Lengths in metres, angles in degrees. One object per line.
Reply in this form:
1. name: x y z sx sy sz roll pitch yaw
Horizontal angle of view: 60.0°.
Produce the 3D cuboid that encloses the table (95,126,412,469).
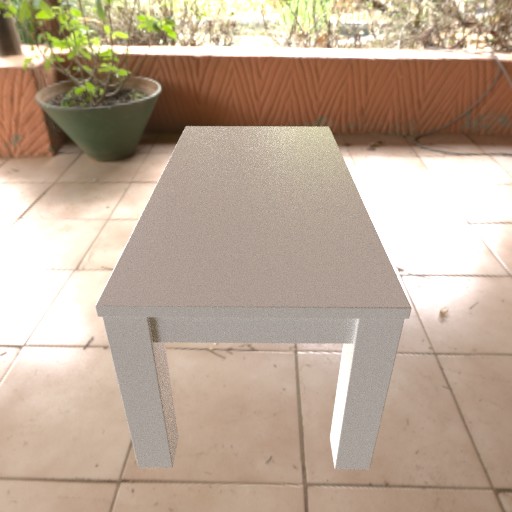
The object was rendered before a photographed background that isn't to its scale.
1. table: 0.000 0.000 2.229 0.900 0.790 1.800 0 32 0
